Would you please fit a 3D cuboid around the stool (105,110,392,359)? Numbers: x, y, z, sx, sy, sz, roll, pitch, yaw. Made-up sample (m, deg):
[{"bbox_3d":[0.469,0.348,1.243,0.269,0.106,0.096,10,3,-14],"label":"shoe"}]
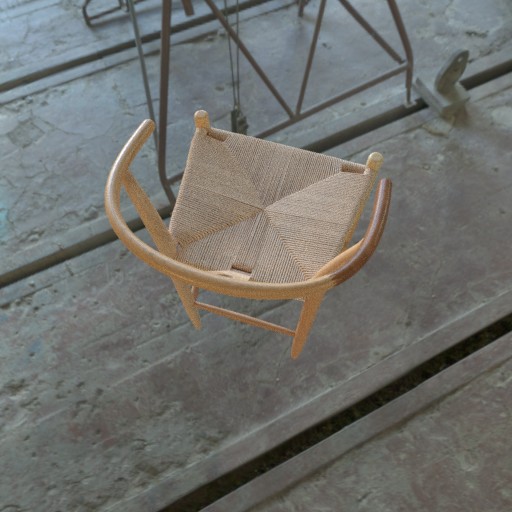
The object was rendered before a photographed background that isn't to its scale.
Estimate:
[{"bbox_3d":[0.000,0.000,1.238,0.536,0.923,0.575,16,65,8],"label":"stool"}]
